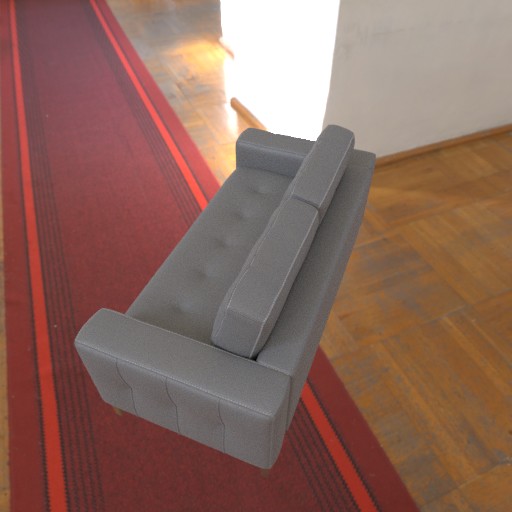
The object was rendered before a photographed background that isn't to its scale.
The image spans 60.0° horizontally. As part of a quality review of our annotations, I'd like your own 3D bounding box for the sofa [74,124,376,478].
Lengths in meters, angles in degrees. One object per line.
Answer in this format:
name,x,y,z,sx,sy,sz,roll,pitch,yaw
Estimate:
sofa,0.000,0.000,2.227,0.833,0.892,1.726,16,48,15
